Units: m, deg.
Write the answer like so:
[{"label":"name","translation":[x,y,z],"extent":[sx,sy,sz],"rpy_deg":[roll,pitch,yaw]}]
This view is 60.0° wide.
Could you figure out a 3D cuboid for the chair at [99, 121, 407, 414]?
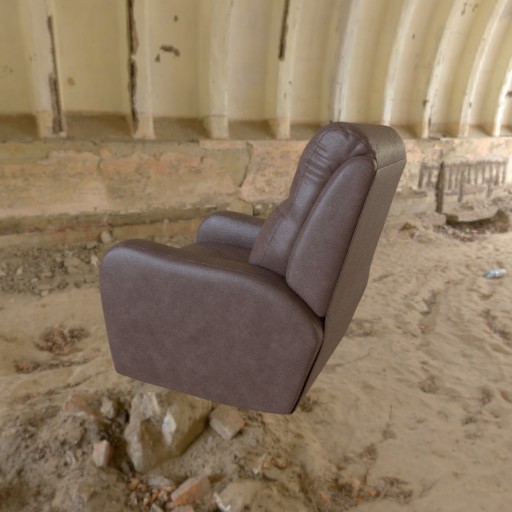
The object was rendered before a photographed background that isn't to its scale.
[{"label":"chair","translation":[0.000,0.000,1.862],"extent":[1.067,1.067,0.865],"rpy_deg":[7,17,25]}]
